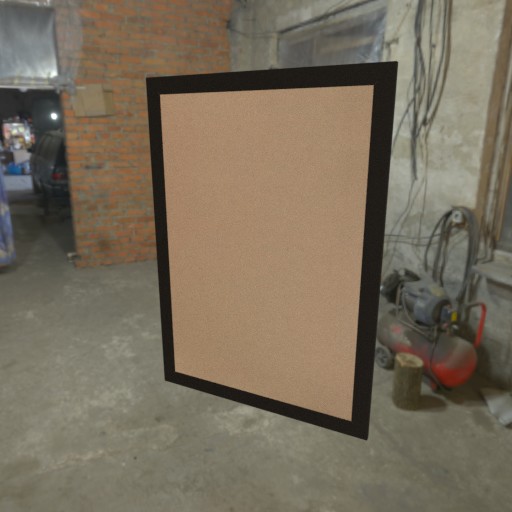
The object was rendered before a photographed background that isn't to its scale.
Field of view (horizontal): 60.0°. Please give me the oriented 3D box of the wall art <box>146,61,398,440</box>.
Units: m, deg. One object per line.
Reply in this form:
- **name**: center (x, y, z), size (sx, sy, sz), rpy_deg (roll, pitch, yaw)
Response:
- **wall art**: center (0.000, 0.000, 0.682), size (0.379, 0.530, 0.008), rpy_deg (8, 17, 25)
